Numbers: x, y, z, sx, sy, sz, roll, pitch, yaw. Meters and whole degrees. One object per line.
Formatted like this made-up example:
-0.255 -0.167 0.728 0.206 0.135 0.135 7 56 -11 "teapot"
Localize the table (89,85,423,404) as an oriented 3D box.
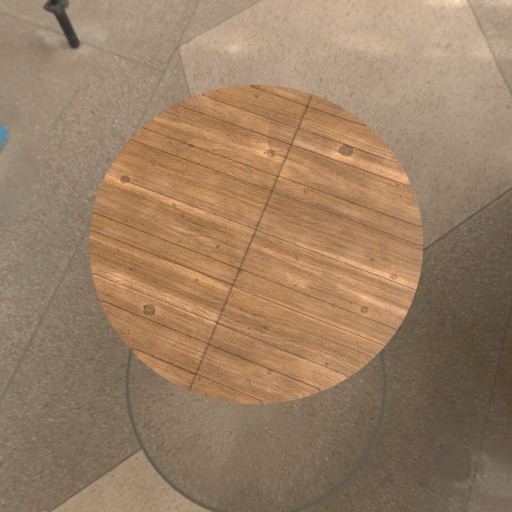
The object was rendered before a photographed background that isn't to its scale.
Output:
0.000 0.000 1.985 1.213 0.764 1.213 0 75 0 "table"
